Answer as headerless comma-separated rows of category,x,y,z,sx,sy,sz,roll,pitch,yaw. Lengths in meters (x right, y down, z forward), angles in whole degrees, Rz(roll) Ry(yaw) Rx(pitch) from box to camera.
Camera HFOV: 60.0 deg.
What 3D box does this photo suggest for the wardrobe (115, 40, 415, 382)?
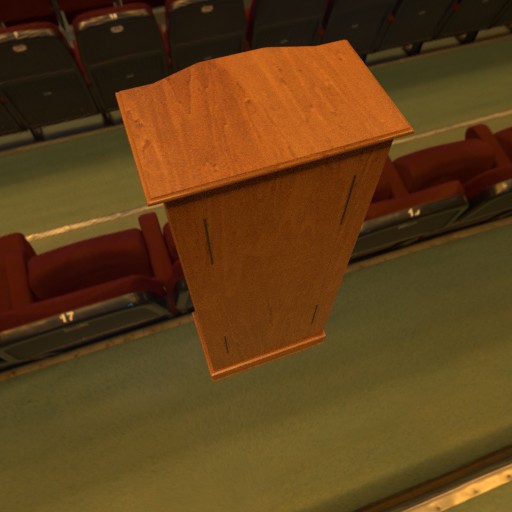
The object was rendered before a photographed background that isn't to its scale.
wardrobe,0.000,0.000,1.102,0.406,0.959,0.273,-17,61,-10
